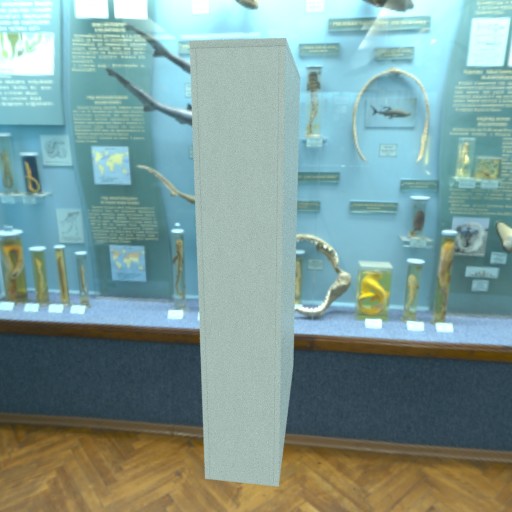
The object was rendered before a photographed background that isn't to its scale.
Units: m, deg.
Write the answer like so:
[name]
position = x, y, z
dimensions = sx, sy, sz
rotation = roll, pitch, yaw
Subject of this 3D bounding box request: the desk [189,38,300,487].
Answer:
[desk]
position = 0.000, 0.000, 1.589
dimensions = 0.250, 1.280, 0.750
rotation = 2, 15, 8
